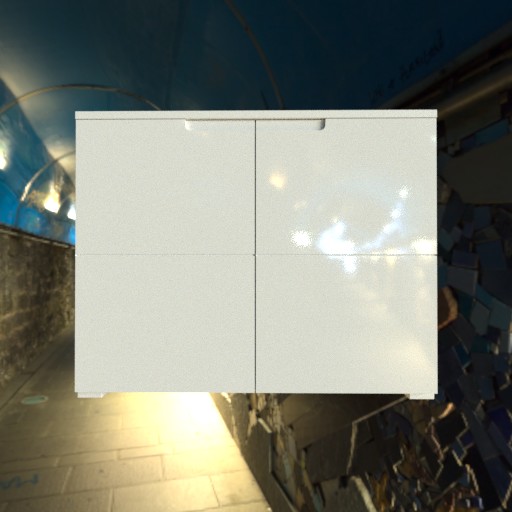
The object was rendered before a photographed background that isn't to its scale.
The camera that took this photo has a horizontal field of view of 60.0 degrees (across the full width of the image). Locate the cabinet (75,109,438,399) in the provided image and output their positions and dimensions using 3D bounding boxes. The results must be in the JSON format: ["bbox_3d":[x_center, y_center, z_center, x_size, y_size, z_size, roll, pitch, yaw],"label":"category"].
[{"bbox_3d":[0.000,0.000,1.420,1.000,0.800,0.400,0,-1,1],"label":"cabinet"}]
